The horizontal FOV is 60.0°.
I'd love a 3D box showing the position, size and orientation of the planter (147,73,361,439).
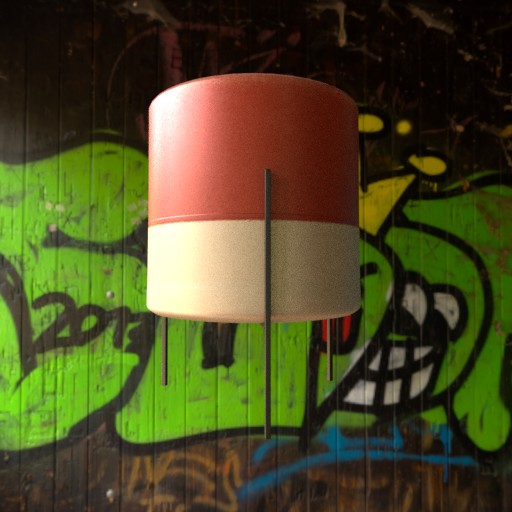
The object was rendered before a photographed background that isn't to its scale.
[{"bbox_3d":[0.000,0.000,0.738,0.354,0.465,0.345,1,-2,-36],"label":"planter"}]
